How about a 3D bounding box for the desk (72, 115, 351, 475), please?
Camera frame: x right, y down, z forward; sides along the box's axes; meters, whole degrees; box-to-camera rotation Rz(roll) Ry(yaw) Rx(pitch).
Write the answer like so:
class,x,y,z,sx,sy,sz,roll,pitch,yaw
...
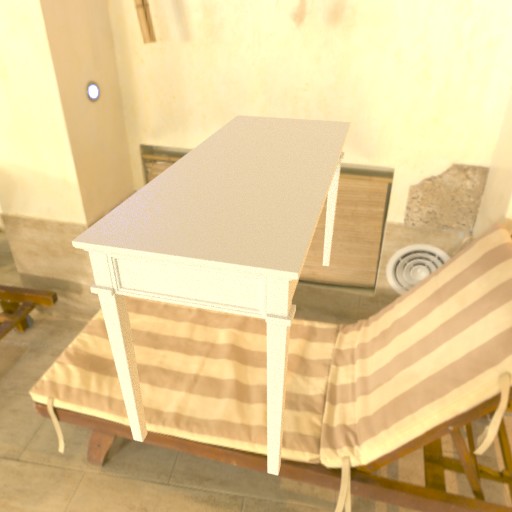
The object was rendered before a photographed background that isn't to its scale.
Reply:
class,x,y,z,sx,sy,sz,roll,pitch,yaw
desk,0.000,0.000,1.779,0.559,0.774,1.372,8,31,13
